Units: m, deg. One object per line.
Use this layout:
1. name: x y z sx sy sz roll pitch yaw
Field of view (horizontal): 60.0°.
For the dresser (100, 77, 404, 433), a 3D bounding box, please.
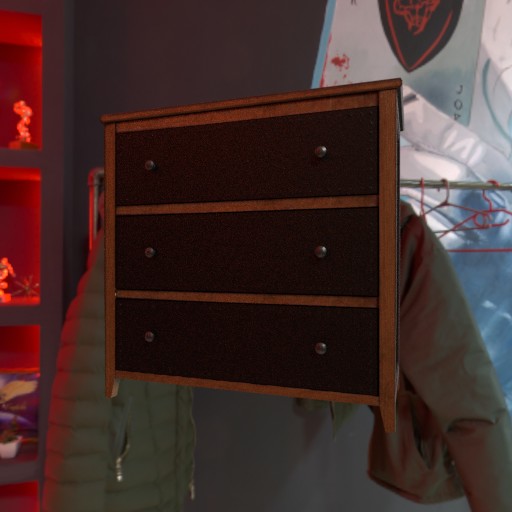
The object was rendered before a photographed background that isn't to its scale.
1. dresser: 0.000 0.000 1.979 1.250 1.224 0.591 0 0 19
